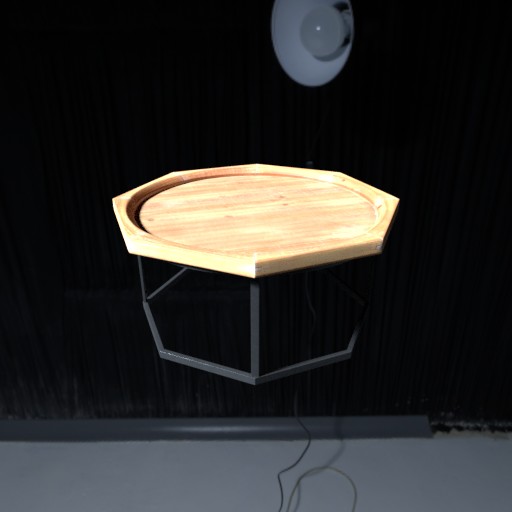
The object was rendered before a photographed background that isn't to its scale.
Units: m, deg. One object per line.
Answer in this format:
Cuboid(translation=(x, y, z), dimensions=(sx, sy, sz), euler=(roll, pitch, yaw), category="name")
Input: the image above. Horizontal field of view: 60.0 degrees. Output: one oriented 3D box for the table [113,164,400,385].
Cuboid(translation=(0.000, 0.000, 1.641), dimensions=(1.002, 0.444, 1.002), euler=(0, 25, 0), category="table")
